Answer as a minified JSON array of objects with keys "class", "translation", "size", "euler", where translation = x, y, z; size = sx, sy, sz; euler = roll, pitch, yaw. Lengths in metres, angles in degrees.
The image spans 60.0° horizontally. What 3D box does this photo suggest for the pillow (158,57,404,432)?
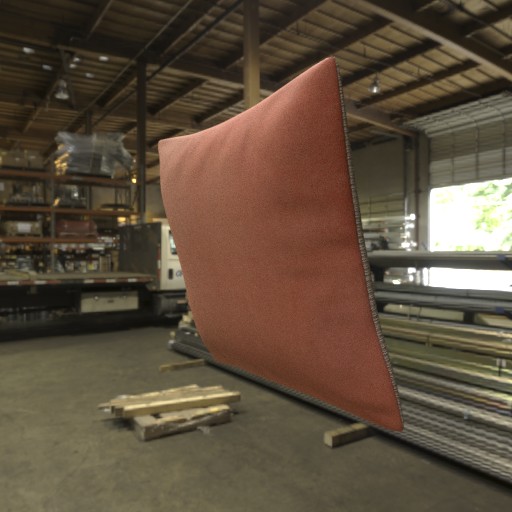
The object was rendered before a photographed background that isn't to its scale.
[{"class":"pillow","translation":[0.000,0.000,0.642],"size":[0.177,0.401,0.424],"euler":[-1,1,-36]}]
